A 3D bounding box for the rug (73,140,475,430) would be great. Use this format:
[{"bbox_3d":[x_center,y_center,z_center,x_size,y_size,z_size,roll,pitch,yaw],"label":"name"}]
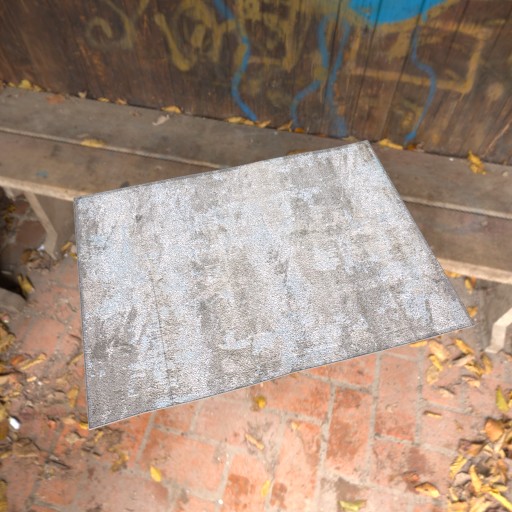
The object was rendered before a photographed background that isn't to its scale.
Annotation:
[{"bbox_3d":[0.000,0.000,4.247,3.307,0.013,2.393,-13,58,-8],"label":"rug"}]
